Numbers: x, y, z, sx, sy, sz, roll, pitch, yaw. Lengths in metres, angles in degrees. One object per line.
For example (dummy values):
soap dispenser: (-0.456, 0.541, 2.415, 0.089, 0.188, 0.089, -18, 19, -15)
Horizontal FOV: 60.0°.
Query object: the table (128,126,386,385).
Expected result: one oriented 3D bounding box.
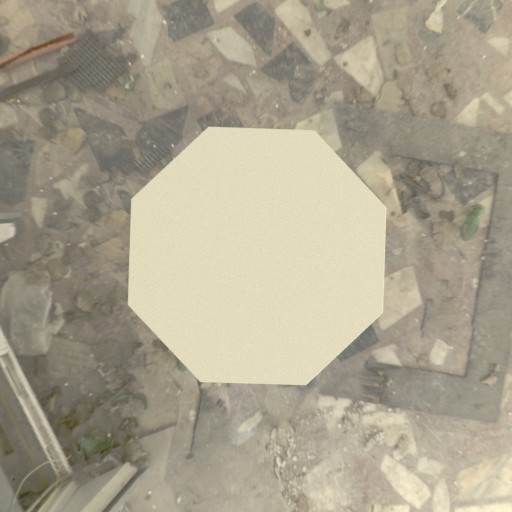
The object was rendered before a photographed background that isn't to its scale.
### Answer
table: (0.000, 0.000, 0.824, 0.439, 0.457, 0.439, 0, 90, 0)
